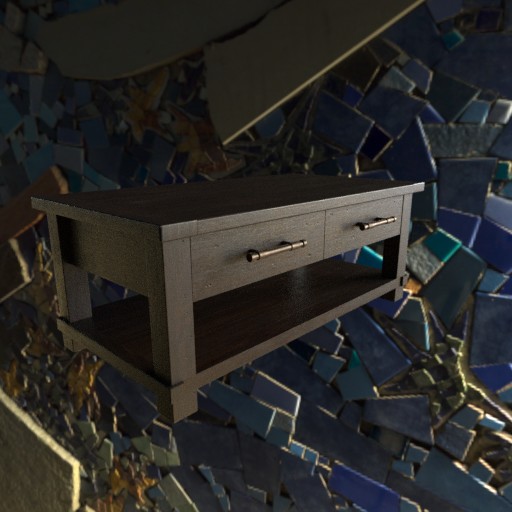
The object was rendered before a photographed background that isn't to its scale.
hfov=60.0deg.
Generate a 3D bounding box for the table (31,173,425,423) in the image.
[{"bbox_3d":[0.000,0.000,1.626,0.700,0.494,1.270,14,20,42],"label":"table"}]
